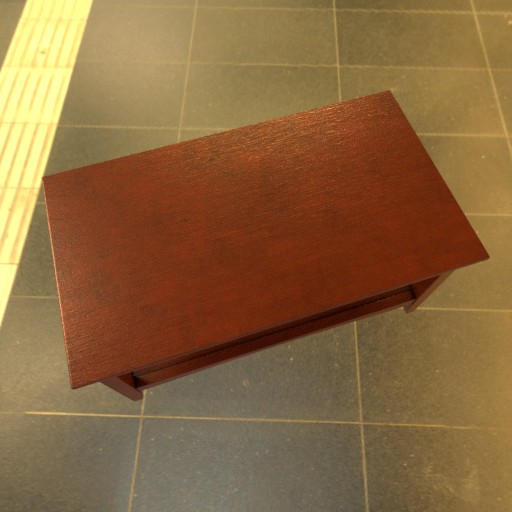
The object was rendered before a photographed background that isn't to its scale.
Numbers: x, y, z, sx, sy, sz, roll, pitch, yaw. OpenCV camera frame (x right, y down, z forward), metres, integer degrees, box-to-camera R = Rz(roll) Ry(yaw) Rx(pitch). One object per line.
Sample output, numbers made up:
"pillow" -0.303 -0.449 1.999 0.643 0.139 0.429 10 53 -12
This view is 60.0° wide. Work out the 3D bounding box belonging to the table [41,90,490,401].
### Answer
"table" 0.000 0.000 1.252 0.943 0.456 0.533 -16 66 -7
